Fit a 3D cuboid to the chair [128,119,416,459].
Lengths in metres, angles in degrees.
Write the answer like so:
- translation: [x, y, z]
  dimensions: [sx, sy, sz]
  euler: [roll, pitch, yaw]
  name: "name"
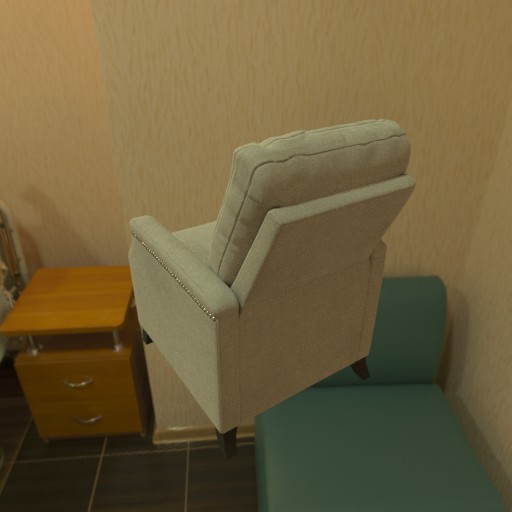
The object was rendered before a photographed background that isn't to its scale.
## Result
- translation: [0.000, 0.000, 1.646]
  dimensions: [0.710, 1.049, 0.922]
  euler: [-18, 34, -30]
  name: "chair"
